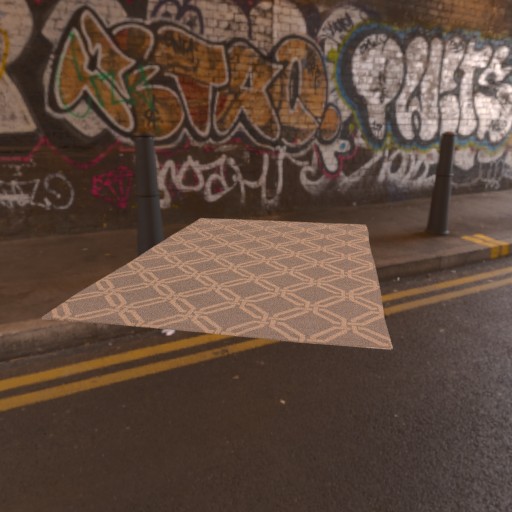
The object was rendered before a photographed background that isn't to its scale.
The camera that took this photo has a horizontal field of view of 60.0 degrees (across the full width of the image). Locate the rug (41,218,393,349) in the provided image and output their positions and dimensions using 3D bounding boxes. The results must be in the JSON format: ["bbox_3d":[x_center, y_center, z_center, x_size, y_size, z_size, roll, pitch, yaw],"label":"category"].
[{"bbox_3d":[0.000,0.000,2.202,1.148,0.010,1.754,3,16,10],"label":"rug"}]
